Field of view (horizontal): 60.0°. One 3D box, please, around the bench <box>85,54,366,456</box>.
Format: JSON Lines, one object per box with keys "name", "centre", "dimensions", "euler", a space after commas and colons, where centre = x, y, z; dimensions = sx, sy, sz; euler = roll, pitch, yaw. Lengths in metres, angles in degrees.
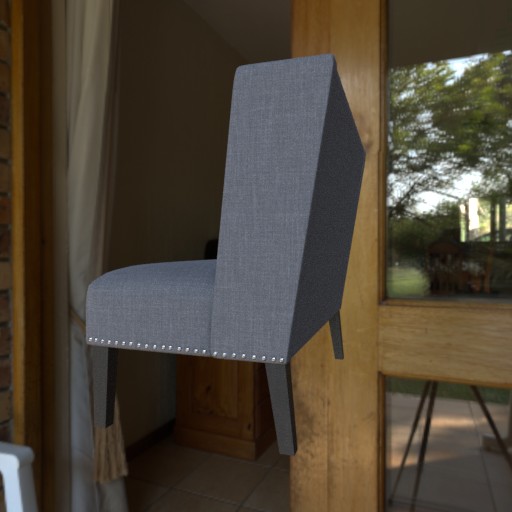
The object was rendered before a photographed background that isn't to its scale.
{"name": "bench", "centre": [0.000, 0.000, 1.925], "dimensions": [0.842, 1.121, 1.276], "euler": [0, 1, 18]}
